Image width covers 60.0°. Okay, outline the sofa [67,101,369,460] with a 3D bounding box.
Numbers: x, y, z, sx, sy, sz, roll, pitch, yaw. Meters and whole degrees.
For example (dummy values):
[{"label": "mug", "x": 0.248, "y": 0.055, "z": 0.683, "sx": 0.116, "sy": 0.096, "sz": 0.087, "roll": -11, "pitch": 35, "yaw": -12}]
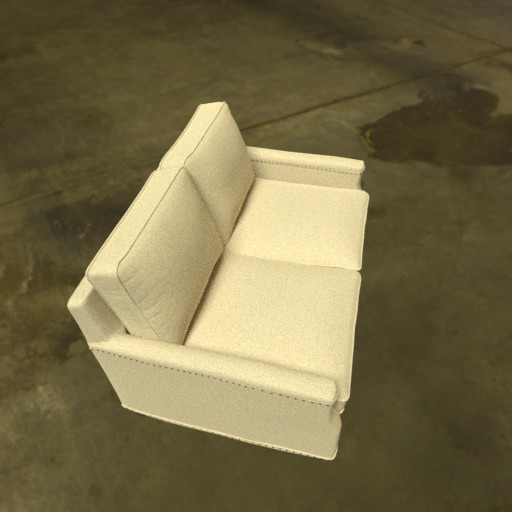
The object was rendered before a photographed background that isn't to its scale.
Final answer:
[{"label": "sofa", "x": 0.000, "y": 0.000, "z": 2.277, "sx": 1.084, "sy": 1.003, "sz": 1.597, "roll": 10, "pitch": 46, "yaw": 10}]
